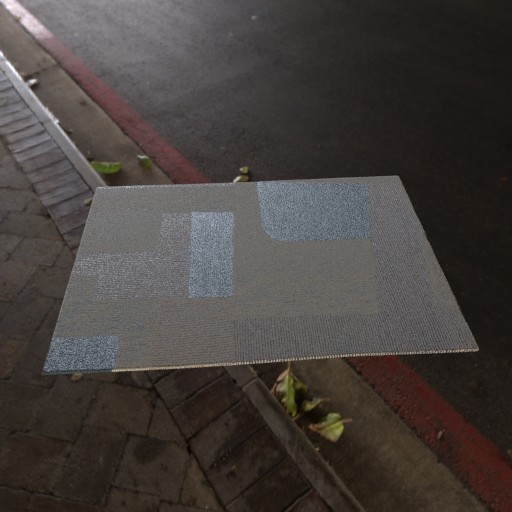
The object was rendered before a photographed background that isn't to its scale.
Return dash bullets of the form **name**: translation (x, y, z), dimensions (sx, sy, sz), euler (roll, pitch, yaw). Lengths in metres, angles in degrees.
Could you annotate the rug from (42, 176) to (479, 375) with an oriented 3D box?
- **rug**: translation (0.000, 0.000, 2.286), dimensions (1.847, 0.020, 1.238), euler (-3, 47, -2)
